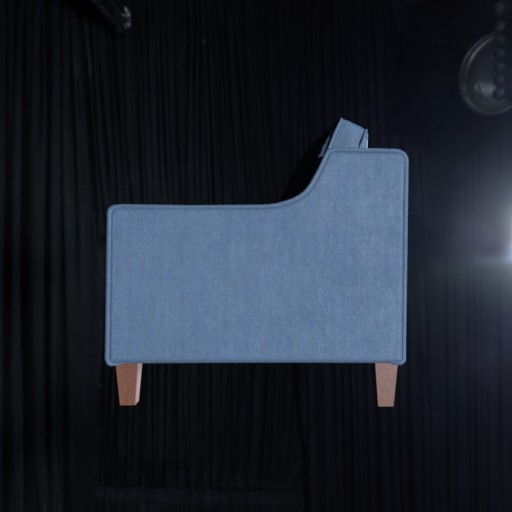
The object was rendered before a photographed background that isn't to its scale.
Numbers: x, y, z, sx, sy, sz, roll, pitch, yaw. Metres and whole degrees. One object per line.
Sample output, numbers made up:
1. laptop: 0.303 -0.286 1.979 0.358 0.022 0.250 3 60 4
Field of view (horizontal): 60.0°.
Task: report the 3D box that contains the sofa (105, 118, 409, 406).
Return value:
1. sofa: 0.000 0.000 2.157 0.987 0.971 1.501 0 1 1
